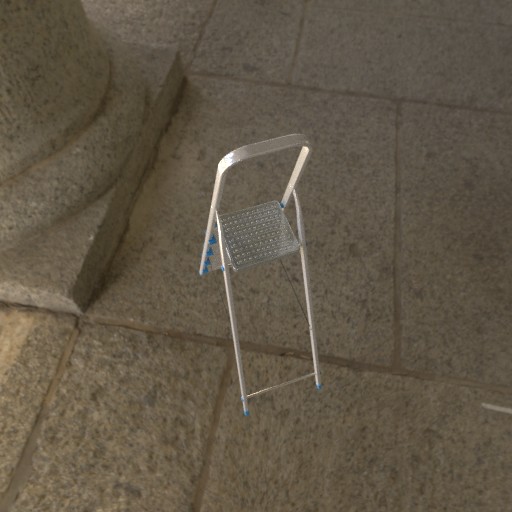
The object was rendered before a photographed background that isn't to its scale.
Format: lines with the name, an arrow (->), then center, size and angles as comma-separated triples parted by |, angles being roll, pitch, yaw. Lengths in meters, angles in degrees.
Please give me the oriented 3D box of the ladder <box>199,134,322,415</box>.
ladder -> 0.000, 0.000, 2.070 | 0.468, 1.648, 0.990 | -16, 60, -10
